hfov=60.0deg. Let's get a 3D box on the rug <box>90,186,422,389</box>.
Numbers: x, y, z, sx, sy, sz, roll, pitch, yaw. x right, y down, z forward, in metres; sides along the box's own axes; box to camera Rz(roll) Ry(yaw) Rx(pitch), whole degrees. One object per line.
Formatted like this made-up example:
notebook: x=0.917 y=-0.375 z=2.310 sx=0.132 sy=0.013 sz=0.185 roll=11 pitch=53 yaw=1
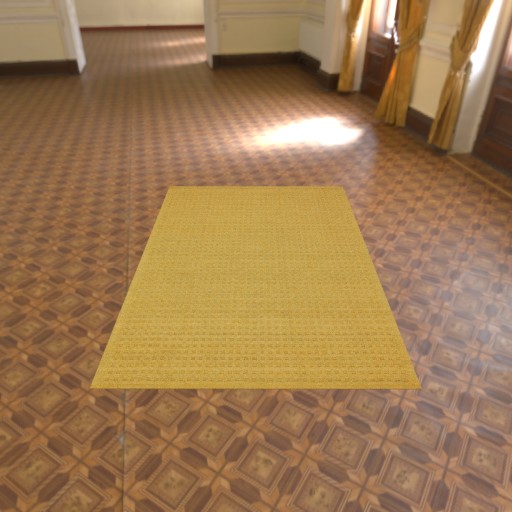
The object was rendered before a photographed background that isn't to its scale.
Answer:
rug: x=0.000 y=0.000 z=3.857 sx=1.981 sy=0.006 sz=2.895 roll=0 pitch=33 yaw=0
